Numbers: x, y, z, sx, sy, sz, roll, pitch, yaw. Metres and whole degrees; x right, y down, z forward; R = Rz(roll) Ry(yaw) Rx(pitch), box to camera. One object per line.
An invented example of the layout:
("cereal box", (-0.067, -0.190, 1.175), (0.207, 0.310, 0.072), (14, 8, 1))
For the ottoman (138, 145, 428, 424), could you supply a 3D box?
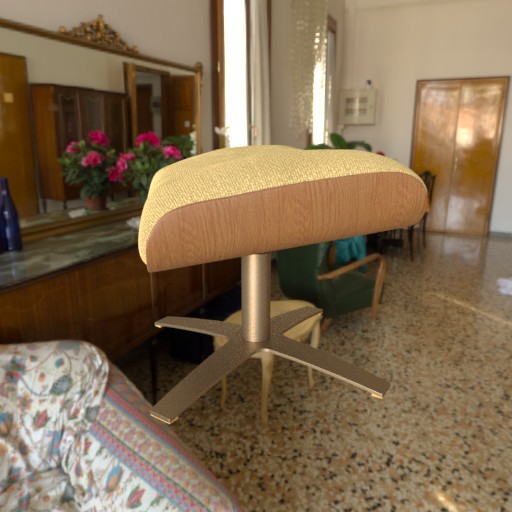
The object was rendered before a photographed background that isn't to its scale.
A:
("ottoman", (0.000, 0.000, 0.817), (0.394, 0.391, 0.520), (-3, 15, -11))
